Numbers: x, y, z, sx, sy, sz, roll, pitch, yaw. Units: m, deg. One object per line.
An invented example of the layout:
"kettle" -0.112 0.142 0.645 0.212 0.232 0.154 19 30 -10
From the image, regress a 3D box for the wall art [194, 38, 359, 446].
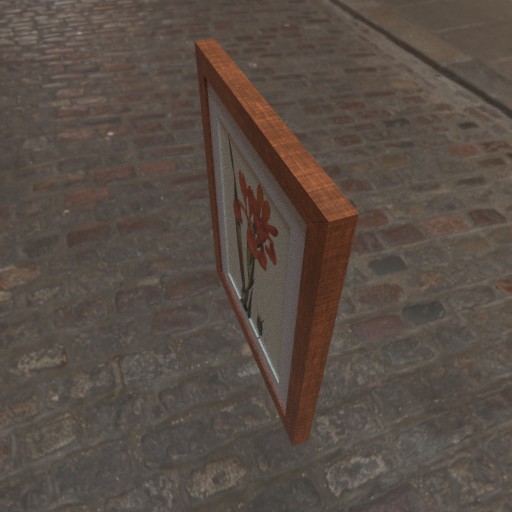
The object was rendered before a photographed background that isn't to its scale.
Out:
"wall art" 0.000 0.000 0.779 0.033 0.567 0.467 -16 49 -14
